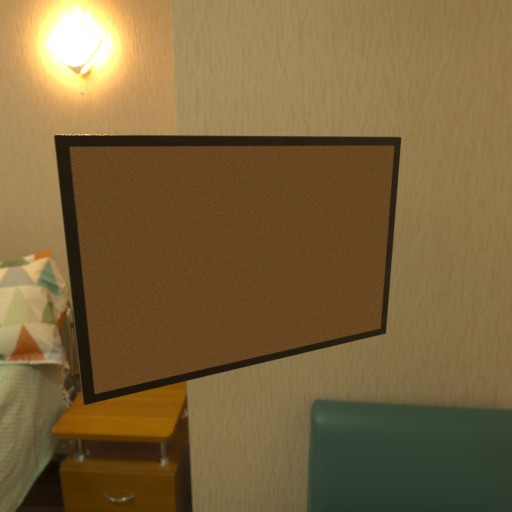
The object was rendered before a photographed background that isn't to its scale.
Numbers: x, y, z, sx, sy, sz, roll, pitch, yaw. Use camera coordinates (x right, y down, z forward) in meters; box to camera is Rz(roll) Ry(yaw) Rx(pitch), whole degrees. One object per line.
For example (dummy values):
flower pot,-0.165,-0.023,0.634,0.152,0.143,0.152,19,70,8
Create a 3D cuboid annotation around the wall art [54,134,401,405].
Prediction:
wall art,0.000,0.000,1.169,0.912,0.612,0.038,-7,16,-25
